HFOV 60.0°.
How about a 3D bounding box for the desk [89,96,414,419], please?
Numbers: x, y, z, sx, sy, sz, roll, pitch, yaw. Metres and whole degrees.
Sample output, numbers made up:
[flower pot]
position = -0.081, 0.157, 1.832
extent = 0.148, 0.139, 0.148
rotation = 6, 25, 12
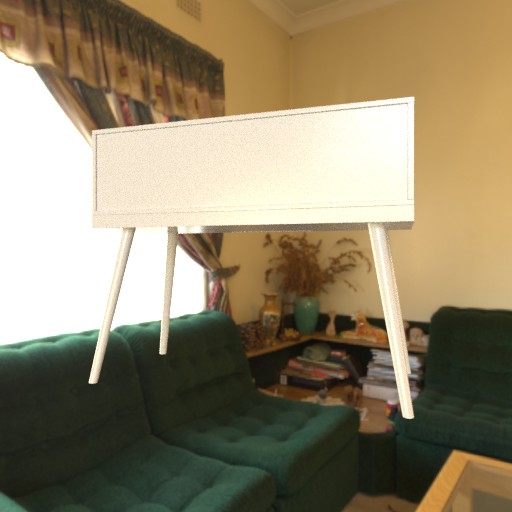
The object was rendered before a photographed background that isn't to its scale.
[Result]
[desk]
position = 0.000, 0.000, 1.800
extent = 1.199, 0.990, 0.559
rotation = 0, 0, 18
